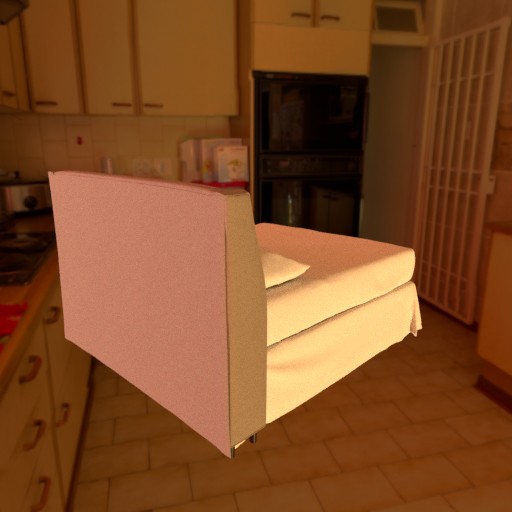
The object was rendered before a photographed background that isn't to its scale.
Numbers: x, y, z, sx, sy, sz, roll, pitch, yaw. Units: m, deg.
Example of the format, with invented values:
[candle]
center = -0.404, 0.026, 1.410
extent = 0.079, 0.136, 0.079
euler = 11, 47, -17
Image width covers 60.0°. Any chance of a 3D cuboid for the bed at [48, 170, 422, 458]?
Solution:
[bed]
center = 0.000, 0.000, 3.392
extent = 1.925, 1.332, 2.276
euler = 14, 20, 43
